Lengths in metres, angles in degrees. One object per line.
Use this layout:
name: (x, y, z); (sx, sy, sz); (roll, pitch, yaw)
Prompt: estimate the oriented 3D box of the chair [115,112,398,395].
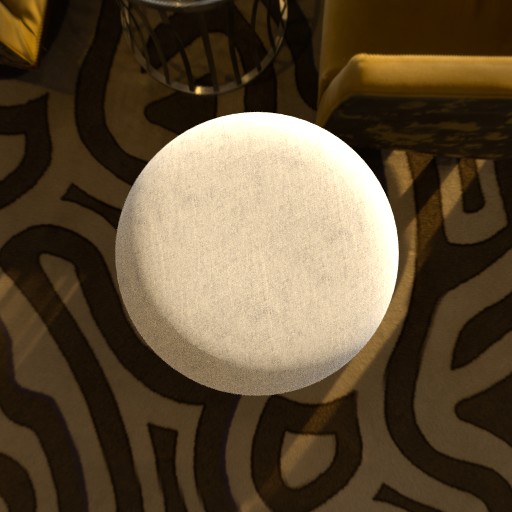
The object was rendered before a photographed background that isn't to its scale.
chair: (0.000, 0.000, 0.644); (0.350, 0.386, 0.350); (0, 89, 0)
